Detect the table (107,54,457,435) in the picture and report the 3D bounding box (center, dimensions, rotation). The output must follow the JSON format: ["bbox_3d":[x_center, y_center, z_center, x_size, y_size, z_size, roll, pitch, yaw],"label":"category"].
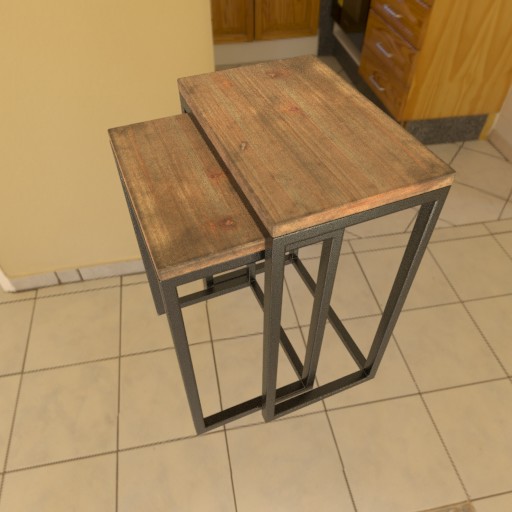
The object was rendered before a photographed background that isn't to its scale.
[{"bbox_3d":[0.000,0.000,0.946,0.460,0.615,0.456,-15,49,-14],"label":"table"}]
